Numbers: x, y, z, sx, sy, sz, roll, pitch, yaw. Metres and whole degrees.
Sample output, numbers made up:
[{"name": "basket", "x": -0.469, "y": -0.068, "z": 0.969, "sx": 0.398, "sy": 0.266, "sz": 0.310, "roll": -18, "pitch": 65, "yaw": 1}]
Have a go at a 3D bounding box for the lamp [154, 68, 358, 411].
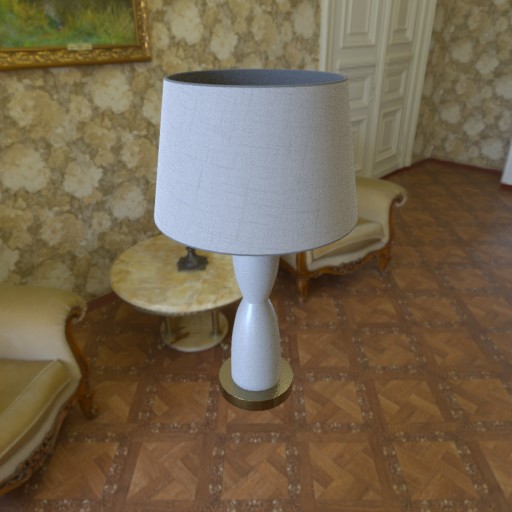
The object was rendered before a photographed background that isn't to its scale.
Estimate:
[{"name": "lamp", "x": 0.000, "y": 0.000, "z": 0.721, "sx": 0.309, "sy": 0.545, "sz": 0.309, "roll": 0, "pitch": 27, "yaw": 0}]
